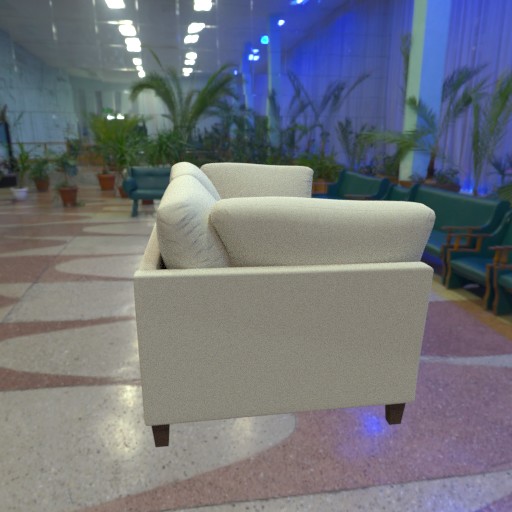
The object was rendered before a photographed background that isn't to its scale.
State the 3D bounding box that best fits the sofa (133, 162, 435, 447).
[{"bbox_3d":[0.000,0.000,2.224,0.970,0.836,1.776,-2,16,-8],"label":"sofa"}]
